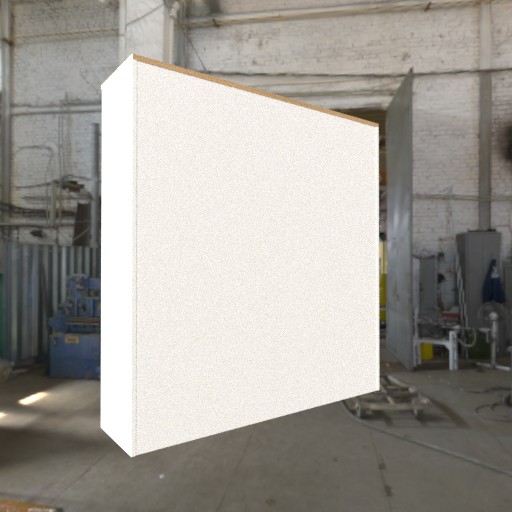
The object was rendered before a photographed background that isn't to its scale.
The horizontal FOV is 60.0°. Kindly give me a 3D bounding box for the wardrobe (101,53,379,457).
[{"bbox_3d":[0.000,0.000,3.358,2.160,2.260,0.590,0,-1,-36],"label":"wardrobe"}]
